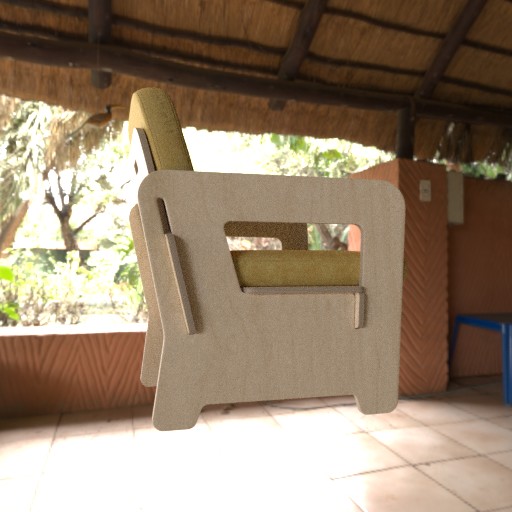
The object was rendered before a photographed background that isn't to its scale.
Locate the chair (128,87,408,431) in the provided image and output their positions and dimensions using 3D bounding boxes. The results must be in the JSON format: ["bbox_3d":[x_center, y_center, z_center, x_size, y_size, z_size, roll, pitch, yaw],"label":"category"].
[{"bbox_3d":[0.000,0.000,1.283,0.710,0.800,0.590,0,-1,-18],"label":"chair"}]
